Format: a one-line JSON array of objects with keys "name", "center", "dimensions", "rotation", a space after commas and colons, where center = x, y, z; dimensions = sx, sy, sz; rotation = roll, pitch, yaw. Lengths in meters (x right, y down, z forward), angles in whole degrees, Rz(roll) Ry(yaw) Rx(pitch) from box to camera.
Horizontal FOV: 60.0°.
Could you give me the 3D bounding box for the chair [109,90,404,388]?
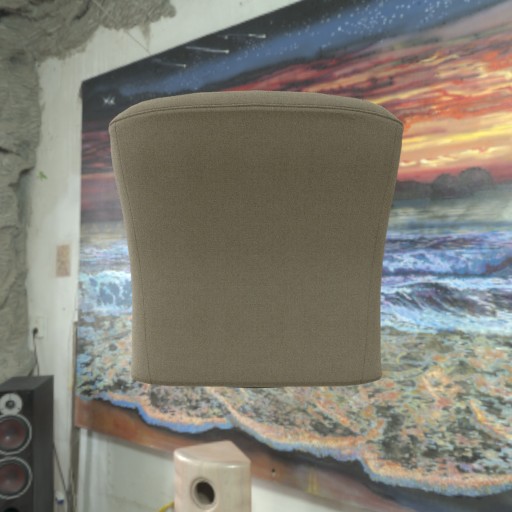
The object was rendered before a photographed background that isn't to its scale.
[{"name": "chair", "center": [0.000, 0.000, 1.590], "dimensions": [0.864, 0.856, 0.923], "rotation": [0, -2, 0]}]
